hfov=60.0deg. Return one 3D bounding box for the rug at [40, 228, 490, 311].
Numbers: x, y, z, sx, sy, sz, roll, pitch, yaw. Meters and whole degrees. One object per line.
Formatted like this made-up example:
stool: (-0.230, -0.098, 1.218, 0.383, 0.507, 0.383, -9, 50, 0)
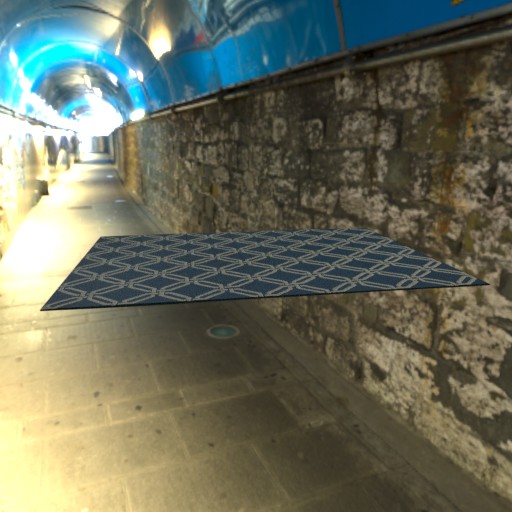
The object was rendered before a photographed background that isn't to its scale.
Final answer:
rug: (0.000, 0.000, 4.386, 3.342, 0.018, 2.432, -2, 15, -9)
